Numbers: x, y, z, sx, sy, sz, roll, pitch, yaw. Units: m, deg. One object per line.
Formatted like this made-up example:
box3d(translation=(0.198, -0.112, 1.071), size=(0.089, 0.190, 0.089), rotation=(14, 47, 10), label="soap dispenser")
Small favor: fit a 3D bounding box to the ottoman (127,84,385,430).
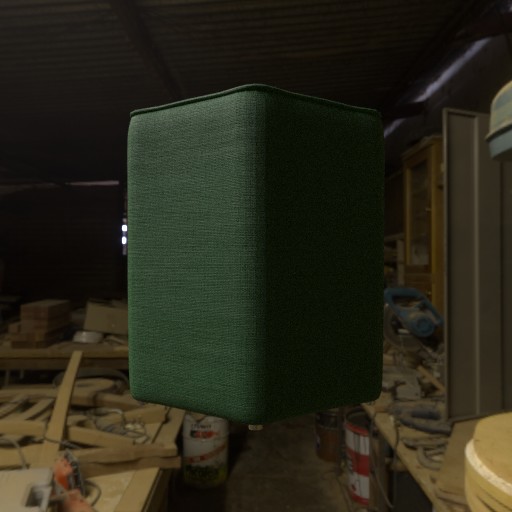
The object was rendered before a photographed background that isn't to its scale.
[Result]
box3d(translation=(0.000, 0.000, 0.872), size=(0.444, 0.507, 0.499), rotation=(0, 0, 0), label="ottoman")
